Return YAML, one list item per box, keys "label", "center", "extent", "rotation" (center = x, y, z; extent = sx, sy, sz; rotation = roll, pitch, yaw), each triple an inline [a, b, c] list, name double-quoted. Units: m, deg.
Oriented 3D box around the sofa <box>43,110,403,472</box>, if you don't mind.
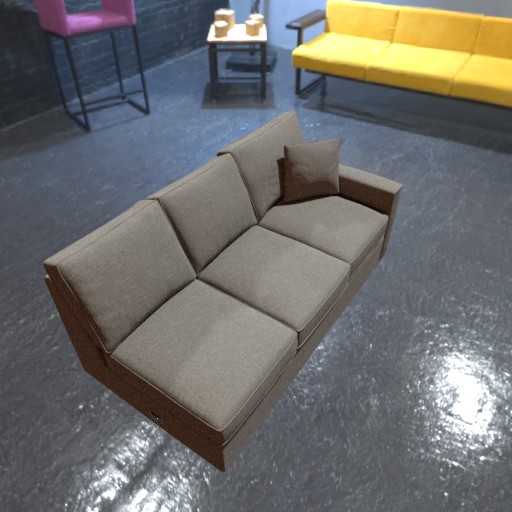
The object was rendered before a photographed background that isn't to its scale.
- label: "sofa"
  center: [0.000, 0.000, 2.578]
  extent: [1.034, 0.946, 1.963]
  rotation: [24, 46, 26]
